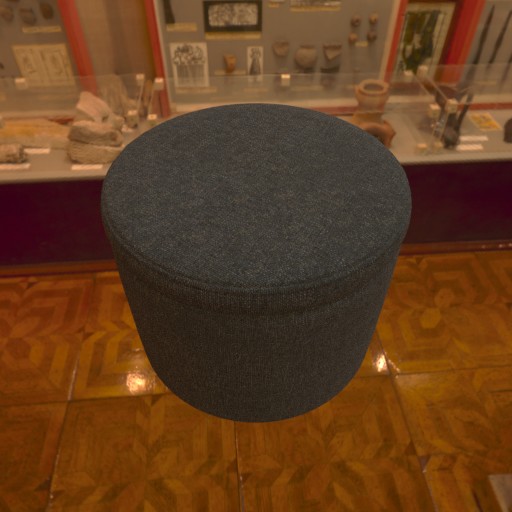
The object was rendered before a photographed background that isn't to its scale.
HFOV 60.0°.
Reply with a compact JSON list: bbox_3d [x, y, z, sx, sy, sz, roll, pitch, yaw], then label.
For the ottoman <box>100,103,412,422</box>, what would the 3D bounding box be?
[{"bbox_3d":[0.000,0.000,0.886,0.520,0.430,0.520,0,46,0],"label":"ottoman"}]
